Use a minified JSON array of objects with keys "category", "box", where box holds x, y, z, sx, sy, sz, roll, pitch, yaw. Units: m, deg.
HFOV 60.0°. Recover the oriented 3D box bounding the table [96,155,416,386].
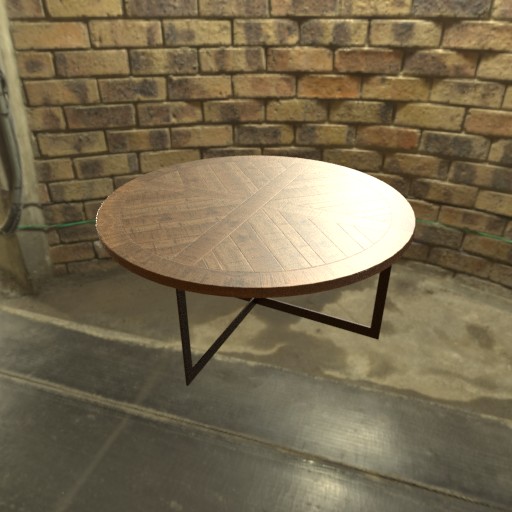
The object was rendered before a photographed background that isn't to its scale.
[{"category":"table","box":[0.000,0.000,1.960,1.264,0.516,1.264,0,30,0]}]
